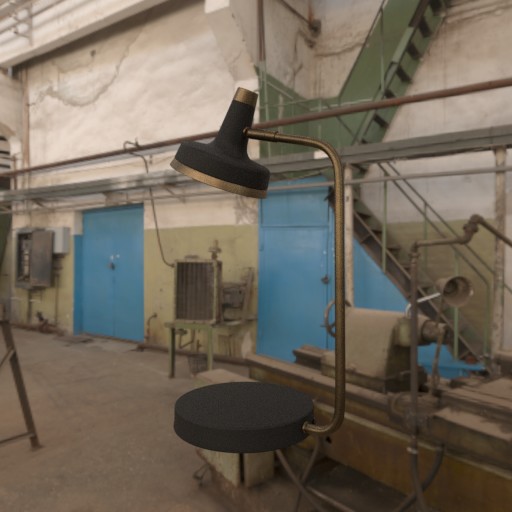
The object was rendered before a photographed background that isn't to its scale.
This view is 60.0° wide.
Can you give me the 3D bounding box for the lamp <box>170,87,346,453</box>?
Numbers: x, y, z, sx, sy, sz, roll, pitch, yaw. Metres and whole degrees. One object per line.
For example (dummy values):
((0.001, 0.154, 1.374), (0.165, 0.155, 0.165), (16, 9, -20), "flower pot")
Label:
((0.000, 0.000, 0.501), (0.218, 0.385, 0.162), (0, 1, 36), "lamp")
